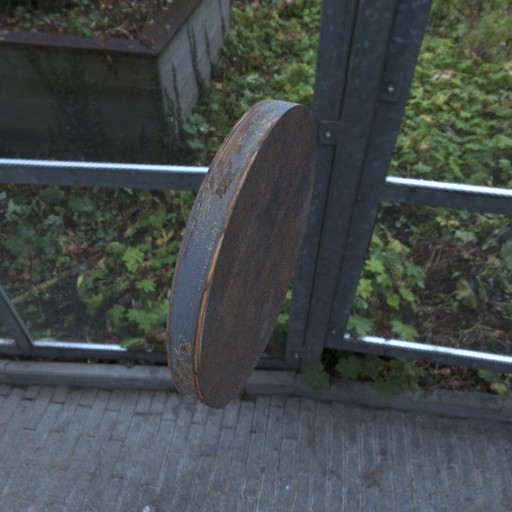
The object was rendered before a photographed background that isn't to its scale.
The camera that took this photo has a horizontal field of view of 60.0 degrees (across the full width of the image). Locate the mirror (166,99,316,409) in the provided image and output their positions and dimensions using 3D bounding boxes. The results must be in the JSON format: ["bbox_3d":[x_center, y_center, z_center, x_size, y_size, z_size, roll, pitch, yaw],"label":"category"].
[{"bbox_3d":[0.000,0.000,0.874,0.061,0.585,0.585,16,48,15],"label":"mirror"}]
